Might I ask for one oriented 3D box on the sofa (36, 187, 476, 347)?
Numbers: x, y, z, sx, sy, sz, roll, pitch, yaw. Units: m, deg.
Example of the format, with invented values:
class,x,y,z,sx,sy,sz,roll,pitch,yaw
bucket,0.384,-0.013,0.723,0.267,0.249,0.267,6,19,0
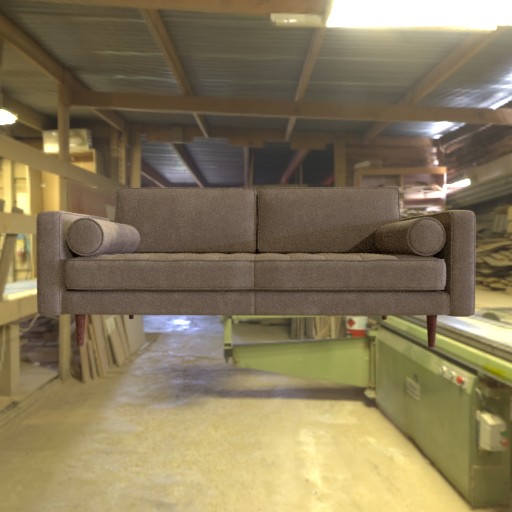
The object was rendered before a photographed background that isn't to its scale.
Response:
class,x,y,z,sx,sy,sz,roll,pitch,yaw
sofa,0.000,0.000,2.279,1.883,0.769,0.920,0,1,1
